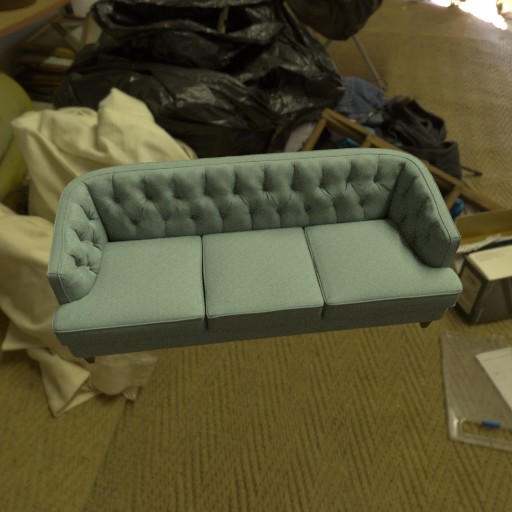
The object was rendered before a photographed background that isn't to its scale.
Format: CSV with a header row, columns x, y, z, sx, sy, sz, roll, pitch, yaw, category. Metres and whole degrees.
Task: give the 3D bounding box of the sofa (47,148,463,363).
x,y,z,sx,sy,sz,roll,pitch,yaw,category
0.000,0.000,2.729,2.278,0.855,0.941,-5,47,-5,sofa
